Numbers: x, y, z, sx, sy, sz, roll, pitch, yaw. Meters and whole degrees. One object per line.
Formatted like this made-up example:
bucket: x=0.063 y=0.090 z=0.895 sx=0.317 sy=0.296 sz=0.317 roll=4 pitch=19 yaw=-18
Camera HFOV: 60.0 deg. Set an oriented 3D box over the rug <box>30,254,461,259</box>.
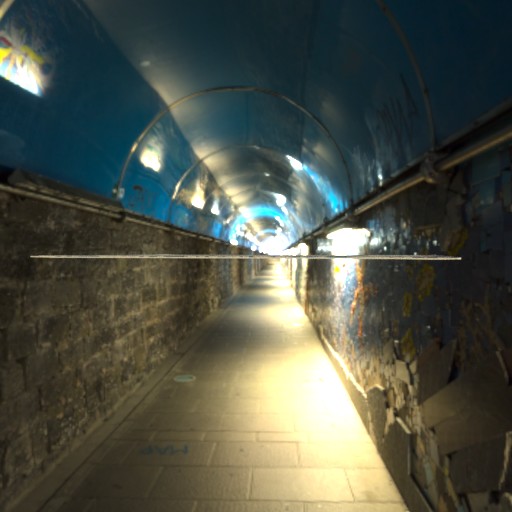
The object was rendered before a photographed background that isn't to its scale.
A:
rug: x=0.000 y=0.000 z=2.146 sx=1.698 sy=0.013 sz=1.072 roll=0 pitch=0 yaw=18
